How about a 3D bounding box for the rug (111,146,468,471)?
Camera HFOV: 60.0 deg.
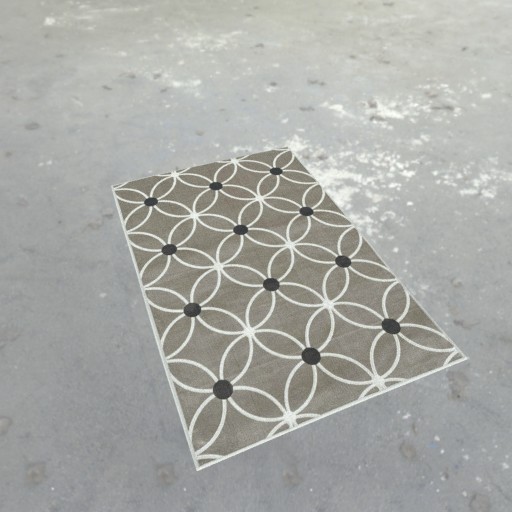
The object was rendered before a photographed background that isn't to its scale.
[{"bbox_3d":[0.000,0.000,2.911,1.522,0.008,2.284,-16,48,-15],"label":"rug"}]
